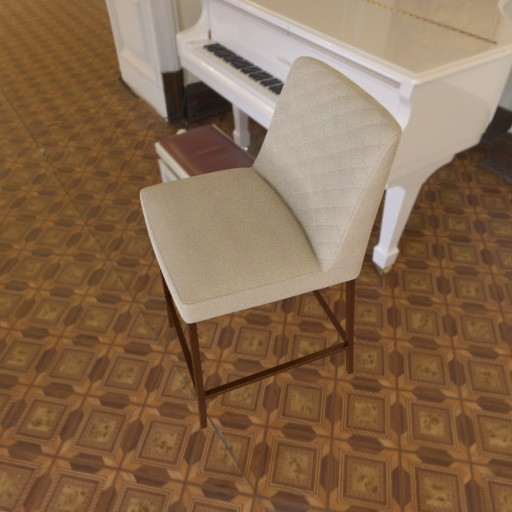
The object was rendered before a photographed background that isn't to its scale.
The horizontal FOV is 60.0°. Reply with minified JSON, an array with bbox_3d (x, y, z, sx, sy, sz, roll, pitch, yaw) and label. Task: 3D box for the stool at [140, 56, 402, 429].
[{"bbox_3d":[0.000,0.000,1.330,0.576,0.973,0.507,-15,47,-15],"label":"stool"}]
